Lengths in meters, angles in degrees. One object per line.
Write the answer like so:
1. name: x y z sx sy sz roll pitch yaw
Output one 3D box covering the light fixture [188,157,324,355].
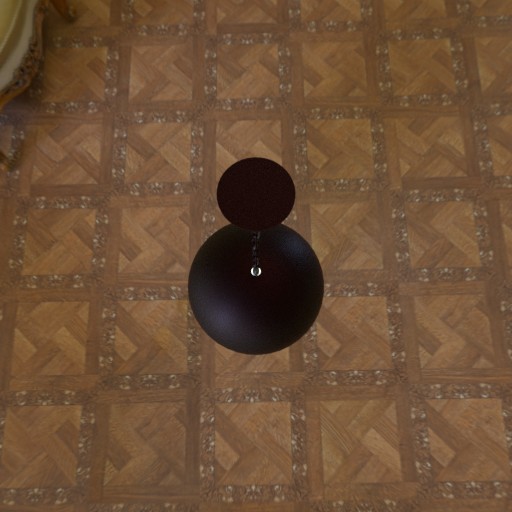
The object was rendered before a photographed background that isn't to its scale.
1. light fixture: 0.000 0.000 1.196 0.492 0.869 0.492 -2 75 -1
